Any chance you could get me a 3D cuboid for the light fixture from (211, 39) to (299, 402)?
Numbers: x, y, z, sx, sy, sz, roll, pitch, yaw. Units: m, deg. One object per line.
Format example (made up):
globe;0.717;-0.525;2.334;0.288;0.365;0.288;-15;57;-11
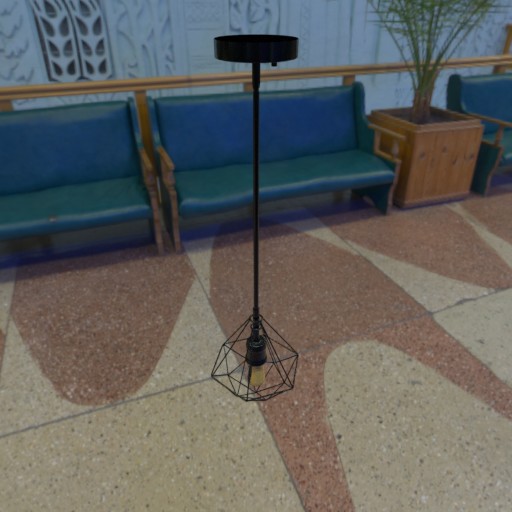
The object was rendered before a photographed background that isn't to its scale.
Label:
light fixture;0.000;0.000;1.993;0.487;1.764;0.431;-10;33;-16
